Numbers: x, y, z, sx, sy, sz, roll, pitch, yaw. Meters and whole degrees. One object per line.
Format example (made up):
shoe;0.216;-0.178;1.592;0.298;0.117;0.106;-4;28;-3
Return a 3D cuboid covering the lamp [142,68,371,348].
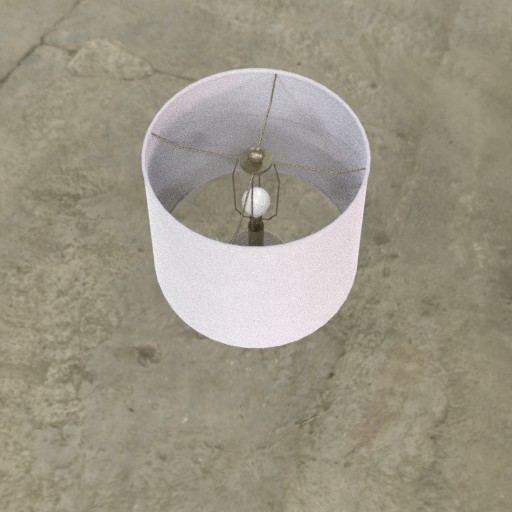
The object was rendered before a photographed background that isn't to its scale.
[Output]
lamp;0.000;0.000;0.544;0.239;0.399;0.239;0;64;0
